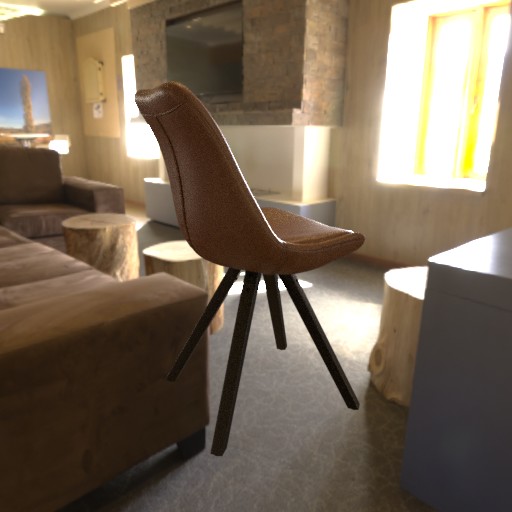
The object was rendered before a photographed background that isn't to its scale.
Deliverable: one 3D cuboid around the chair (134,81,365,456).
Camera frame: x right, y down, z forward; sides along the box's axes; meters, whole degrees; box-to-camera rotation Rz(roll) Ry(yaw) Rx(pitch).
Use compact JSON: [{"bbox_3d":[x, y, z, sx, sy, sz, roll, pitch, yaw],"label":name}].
[{"bbox_3d":[0.000,0.000,1.209,0.550,0.850,0.475,-8,18,-27],"label":"chair"}]
